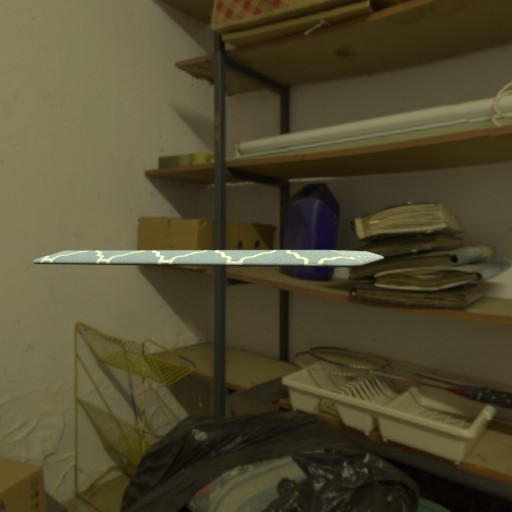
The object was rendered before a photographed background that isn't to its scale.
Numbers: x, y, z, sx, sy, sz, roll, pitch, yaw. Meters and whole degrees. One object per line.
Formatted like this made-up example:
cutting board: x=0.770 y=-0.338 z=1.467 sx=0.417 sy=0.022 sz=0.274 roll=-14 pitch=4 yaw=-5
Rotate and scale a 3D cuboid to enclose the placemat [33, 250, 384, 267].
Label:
placemat: x=0.000 y=0.000 z=0.962 sx=0.508 sy=0.021 sz=0.762 roll=0 pitch=0 yaw=18
